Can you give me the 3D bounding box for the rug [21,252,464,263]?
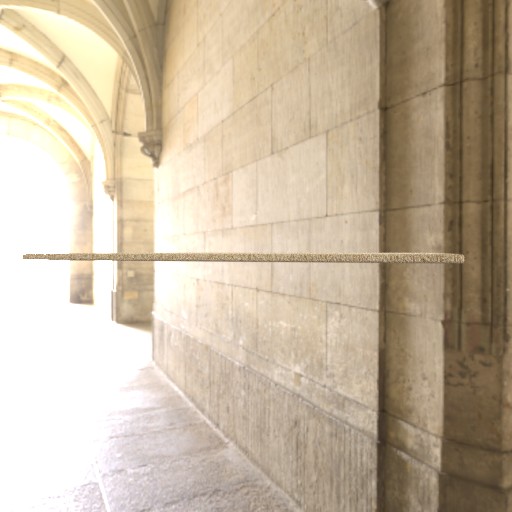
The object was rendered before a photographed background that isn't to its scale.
[{"bbox_3d":[0.000,0.000,2.243,1.778,0.030,1.219,0,1,18],"label":"rug"}]
